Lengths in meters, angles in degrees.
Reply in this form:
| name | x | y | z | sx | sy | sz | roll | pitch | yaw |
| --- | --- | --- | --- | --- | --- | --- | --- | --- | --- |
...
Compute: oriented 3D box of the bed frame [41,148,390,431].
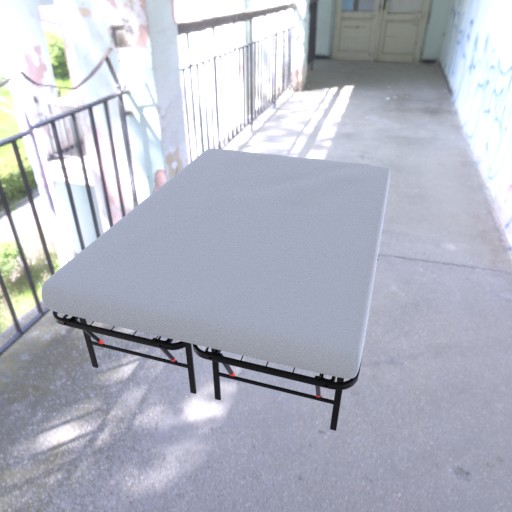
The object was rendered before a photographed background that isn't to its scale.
| name | x | y | z | sx | sy | sz | roll | pitch | yaw |
| --- | --- | --- | --- | --- | --- | --- | --- | --- | --- |
| bed frame | 0.000 | 0.000 | 2.616 | 1.372 | 0.637 | 1.905 | 10 | 34 | 15 |
